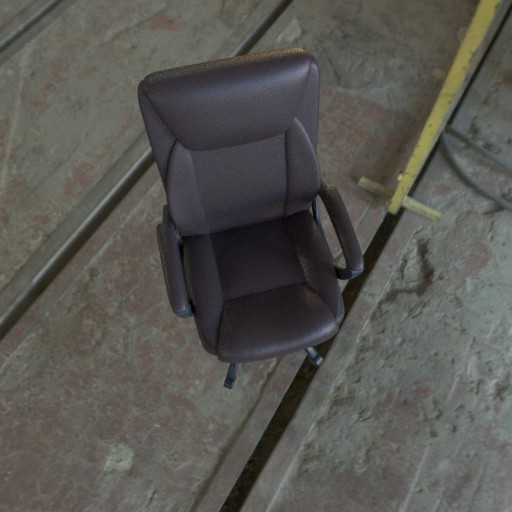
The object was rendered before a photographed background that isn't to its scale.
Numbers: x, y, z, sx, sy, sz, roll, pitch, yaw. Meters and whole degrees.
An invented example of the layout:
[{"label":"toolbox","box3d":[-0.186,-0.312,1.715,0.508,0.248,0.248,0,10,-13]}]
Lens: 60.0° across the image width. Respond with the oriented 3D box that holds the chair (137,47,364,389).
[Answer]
[{"label":"chair","box3d":[0.000,0.000,1.441,0.615,1.072,0.655,-13,66,-6]}]
